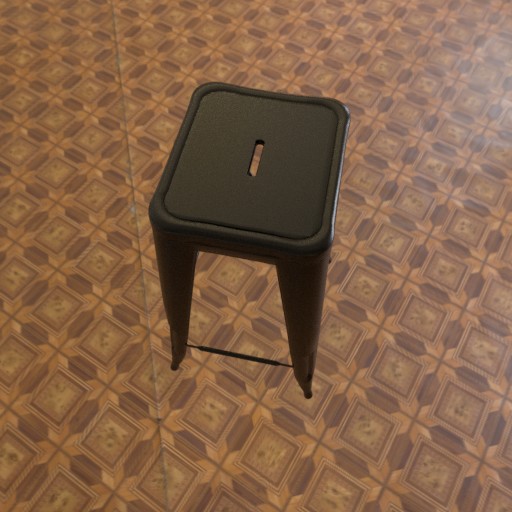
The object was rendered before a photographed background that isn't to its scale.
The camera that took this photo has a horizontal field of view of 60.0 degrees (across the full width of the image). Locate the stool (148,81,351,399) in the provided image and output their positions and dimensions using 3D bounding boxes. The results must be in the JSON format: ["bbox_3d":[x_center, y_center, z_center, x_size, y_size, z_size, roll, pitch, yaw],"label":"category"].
[{"bbox_3d":[0.000,0.000,0.910,0.423,0.609,0.455,0,62,0],"label":"stool"}]
